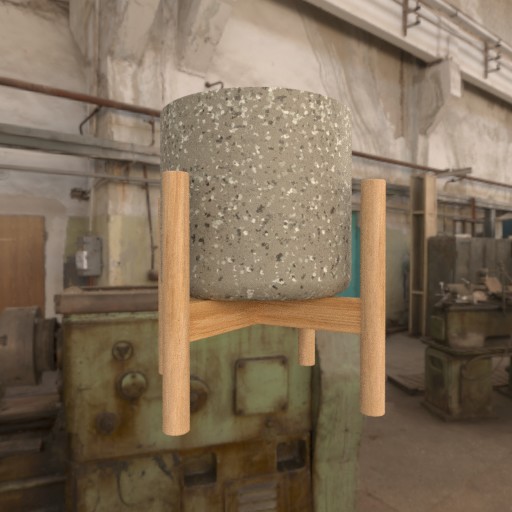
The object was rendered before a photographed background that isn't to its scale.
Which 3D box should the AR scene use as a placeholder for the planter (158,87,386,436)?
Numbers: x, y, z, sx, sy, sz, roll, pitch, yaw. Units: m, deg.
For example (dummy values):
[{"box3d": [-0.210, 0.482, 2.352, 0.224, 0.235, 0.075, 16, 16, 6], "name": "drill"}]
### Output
[{"box3d": [0.000, 0.000, 0.528, 0.284, 0.320, 0.284, -1, 1, -36], "name": "planter"}]
